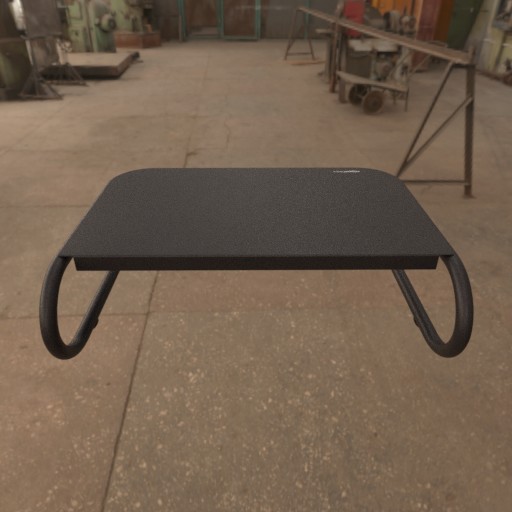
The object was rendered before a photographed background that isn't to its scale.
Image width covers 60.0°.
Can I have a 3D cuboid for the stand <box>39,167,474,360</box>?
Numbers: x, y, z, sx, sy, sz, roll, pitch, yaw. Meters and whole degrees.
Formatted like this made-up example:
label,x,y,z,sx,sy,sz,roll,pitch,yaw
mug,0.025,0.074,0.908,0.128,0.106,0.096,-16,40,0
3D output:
label,x,y,z,sx,sy,sz,roll,pitch,yaw
stand,0.000,0.000,0.497,0.370,0.108,0.280,0,32,0
